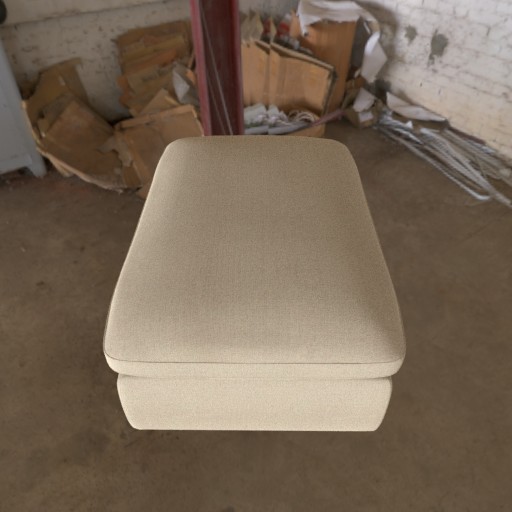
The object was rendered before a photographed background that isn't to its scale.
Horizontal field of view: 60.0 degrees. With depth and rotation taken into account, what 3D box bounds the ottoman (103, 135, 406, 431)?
[{"bbox_3d":[0.000,0.000,1.388,0.686,0.453,0.984,0,42,0],"label":"ottoman"}]
